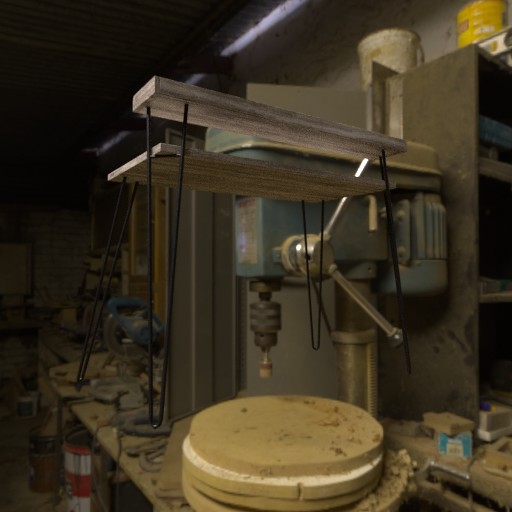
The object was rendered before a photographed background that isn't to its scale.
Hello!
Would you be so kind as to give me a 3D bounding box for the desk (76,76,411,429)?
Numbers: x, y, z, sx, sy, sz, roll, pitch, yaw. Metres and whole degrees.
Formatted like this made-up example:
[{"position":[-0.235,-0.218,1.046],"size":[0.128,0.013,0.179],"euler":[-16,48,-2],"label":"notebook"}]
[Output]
[{"position":[0.000,0.000,1.648],"size":[1.135,0.899,0.605],"euler":[1,-2,-34],"label":"desk"}]
